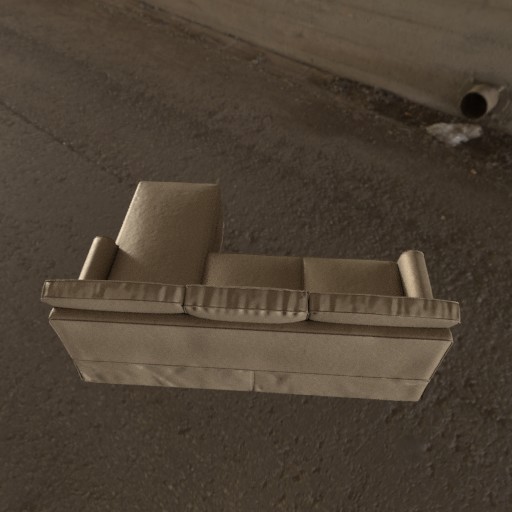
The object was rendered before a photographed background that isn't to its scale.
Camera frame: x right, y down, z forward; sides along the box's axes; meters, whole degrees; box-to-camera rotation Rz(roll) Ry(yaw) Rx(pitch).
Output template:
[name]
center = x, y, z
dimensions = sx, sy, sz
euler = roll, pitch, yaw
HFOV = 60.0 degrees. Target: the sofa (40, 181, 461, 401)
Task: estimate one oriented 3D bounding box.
[sofa]
center = 0.000, 0.000, 3.360
dimensions = 2.475, 0.978, 1.733
euler = 3, 47, 2
